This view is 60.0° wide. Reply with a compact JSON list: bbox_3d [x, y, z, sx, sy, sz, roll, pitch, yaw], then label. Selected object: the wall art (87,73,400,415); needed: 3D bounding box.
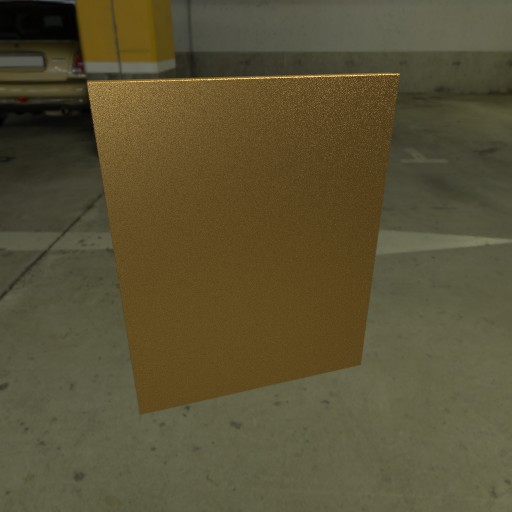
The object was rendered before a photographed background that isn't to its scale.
[{"bbox_3d":[0.000,0.000,1.015,0.610,0.762,0.038,-8,28,-16],"label":"wall art"}]
